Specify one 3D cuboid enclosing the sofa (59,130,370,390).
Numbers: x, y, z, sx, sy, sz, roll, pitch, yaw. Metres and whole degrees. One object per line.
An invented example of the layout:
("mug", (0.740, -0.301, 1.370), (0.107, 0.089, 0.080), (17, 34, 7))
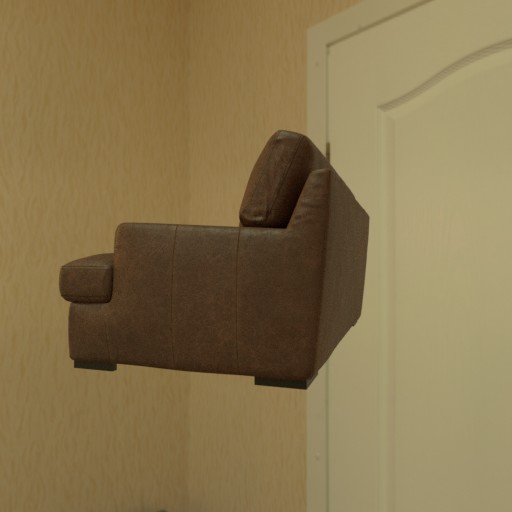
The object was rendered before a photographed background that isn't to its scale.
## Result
("sofa", (0.000, 0.000, 2.514), (1.143, 0.939, 1.880), (0, 0, 18))
